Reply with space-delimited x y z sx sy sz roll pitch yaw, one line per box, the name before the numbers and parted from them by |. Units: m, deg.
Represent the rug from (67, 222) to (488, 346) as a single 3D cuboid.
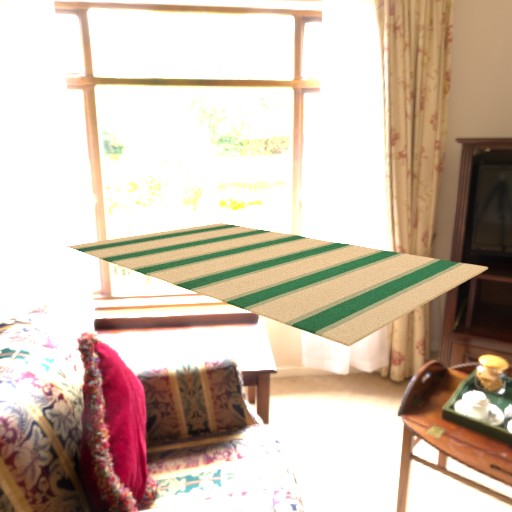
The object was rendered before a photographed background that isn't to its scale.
rug | 0.000 0.000 2.973 2.436 0.015 1.521 13 19 43
